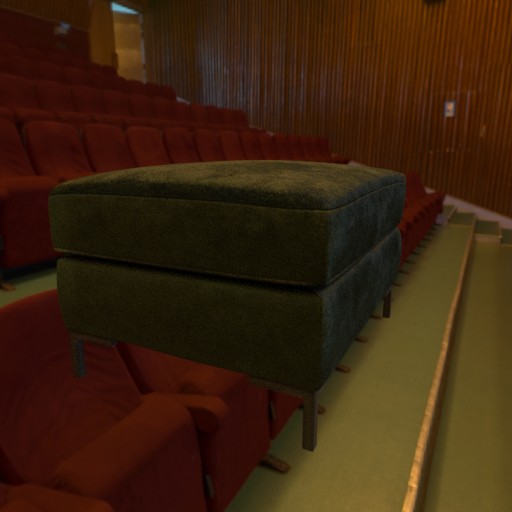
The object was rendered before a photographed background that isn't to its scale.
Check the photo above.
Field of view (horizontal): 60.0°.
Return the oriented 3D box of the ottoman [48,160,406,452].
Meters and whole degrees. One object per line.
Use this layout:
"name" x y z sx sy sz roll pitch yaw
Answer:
"ottoman" 0.000 0.000 1.285 0.701 0.538 0.839 7 15 26
